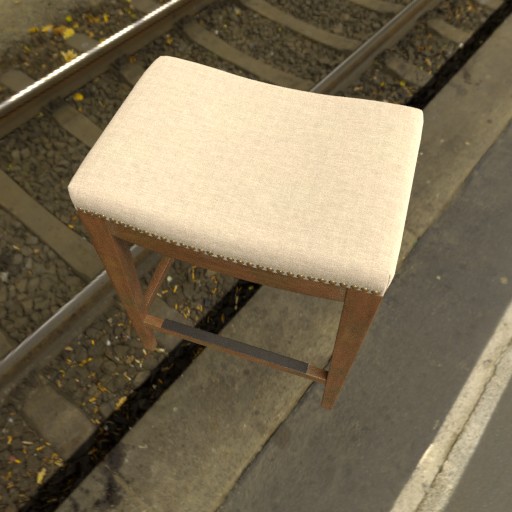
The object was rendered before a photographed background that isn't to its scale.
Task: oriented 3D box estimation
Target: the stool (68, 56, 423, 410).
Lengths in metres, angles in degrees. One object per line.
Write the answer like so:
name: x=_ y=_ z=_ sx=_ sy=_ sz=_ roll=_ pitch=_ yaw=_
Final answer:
stool: x=0.000 y=0.000 z=0.944 sx=0.508 sy=0.660 sz=0.356 roll=16 pitch=60 yaw=9
